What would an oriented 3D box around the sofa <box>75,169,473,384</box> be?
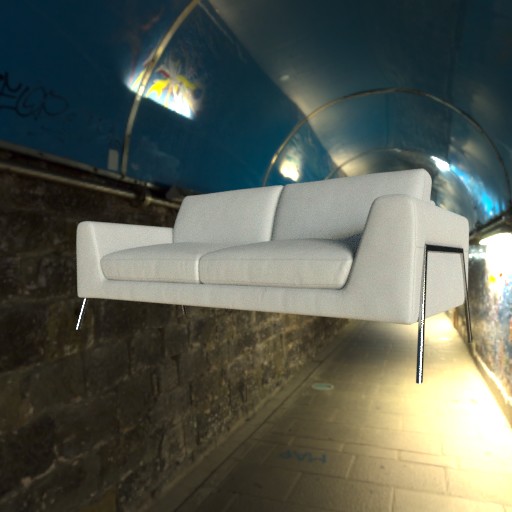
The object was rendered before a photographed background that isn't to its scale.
[{"bbox_3d":[0.000,0.000,2.446,2.017,0.875,0.953,0,-1,36],"label":"sofa"}]
